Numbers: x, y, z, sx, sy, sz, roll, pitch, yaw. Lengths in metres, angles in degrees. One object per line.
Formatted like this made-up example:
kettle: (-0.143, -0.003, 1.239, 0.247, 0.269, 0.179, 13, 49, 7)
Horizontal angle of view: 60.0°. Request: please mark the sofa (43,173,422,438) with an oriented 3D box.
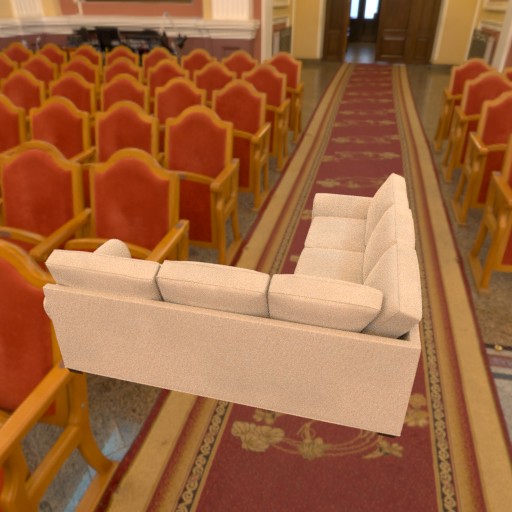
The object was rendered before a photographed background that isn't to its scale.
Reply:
sofa: (0.000, 0.000, 3.931, 2.569, 1.054, 2.487, 7, 31, 12)
